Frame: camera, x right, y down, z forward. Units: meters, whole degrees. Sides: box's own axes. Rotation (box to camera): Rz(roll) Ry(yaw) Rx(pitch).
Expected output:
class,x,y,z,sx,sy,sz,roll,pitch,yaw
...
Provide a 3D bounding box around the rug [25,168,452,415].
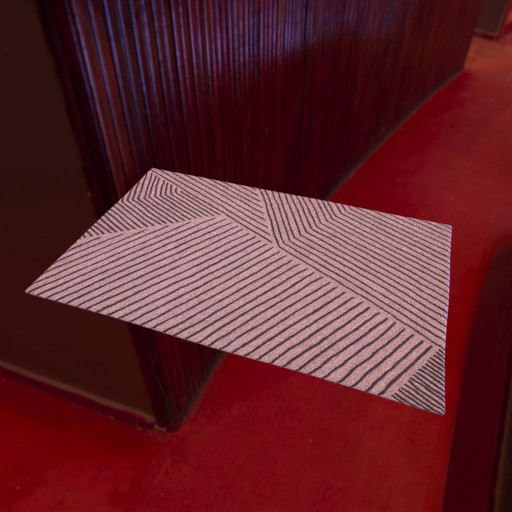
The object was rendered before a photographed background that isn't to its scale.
class,x,y,z,sx,sy,sz,roll,pitch,yaw
rug,0.000,0.000,2.903,2.406,0.023,1.539,13,43,14
